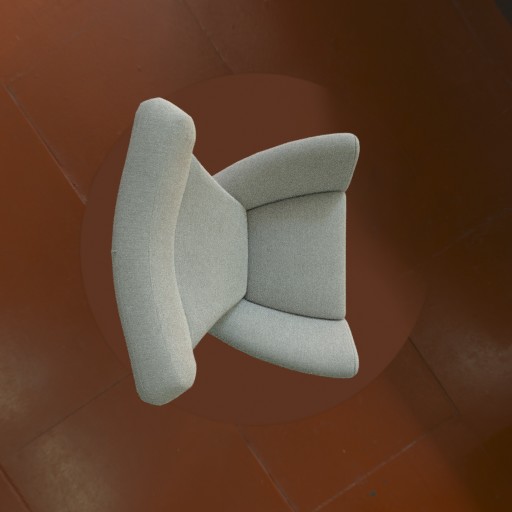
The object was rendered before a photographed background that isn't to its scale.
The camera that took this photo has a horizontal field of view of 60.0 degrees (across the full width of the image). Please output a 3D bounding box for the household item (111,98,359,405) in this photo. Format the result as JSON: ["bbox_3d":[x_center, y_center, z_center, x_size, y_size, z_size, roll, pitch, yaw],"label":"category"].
[{"bbox_3d":[0.000,0.000,1.808,0.900,1.050,0.980,0,91,0],"label":"household item"}]
